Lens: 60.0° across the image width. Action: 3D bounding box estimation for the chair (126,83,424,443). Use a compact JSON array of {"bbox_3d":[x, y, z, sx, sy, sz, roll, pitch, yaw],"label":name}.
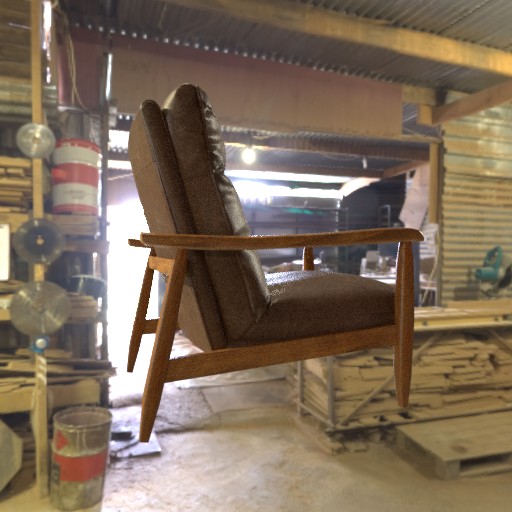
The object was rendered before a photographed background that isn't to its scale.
[{"bbox_3d":[0.000,0.000,1.510,0.830,0.897,0.782,0,1,-19],"label":"chair"}]
